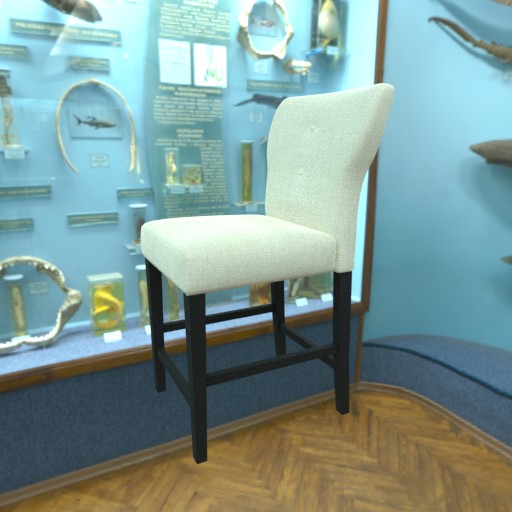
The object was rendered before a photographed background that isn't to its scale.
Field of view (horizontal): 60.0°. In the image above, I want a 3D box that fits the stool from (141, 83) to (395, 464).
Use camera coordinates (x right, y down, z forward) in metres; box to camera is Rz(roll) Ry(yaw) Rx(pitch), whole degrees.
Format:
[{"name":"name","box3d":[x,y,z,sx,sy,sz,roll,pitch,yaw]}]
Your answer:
[{"name":"stool","box3d":[0.000,0.000,1.342,0.603,0.972,0.514,-7,16,-26]}]
